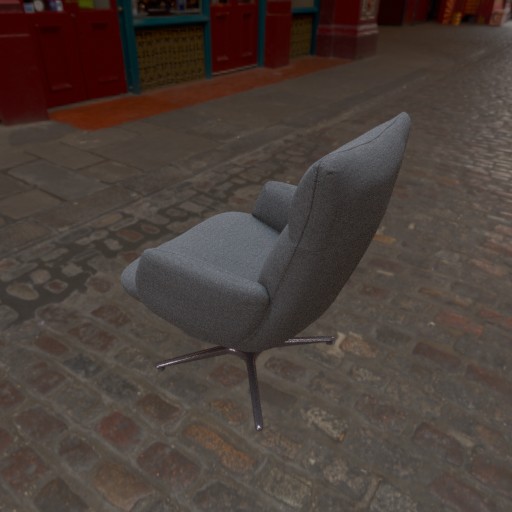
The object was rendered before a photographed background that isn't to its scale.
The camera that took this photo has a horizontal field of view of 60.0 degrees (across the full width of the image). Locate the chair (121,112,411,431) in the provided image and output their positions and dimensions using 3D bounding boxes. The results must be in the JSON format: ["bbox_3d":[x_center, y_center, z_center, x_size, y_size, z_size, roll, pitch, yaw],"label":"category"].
[{"bbox_3d":[0.000,0.000,1.542,0.831,0.984,0.702,20,37,30],"label":"chair"}]
